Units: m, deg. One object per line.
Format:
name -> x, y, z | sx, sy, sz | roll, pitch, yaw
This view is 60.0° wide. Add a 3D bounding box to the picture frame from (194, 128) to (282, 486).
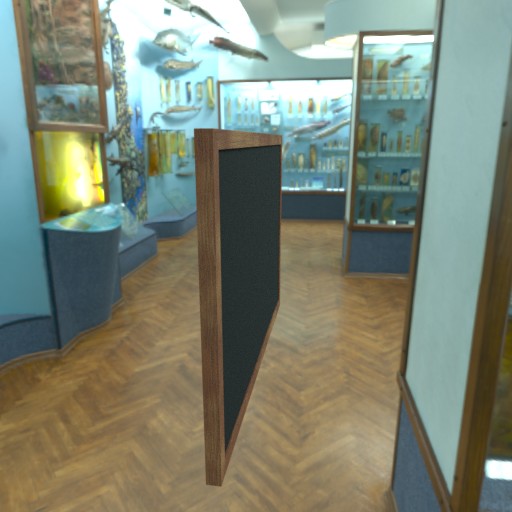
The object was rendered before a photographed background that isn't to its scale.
picture frame -> 0.000, 0.000, 1.197 | 0.029, 0.640, 0.950 | 2, 15, 9
